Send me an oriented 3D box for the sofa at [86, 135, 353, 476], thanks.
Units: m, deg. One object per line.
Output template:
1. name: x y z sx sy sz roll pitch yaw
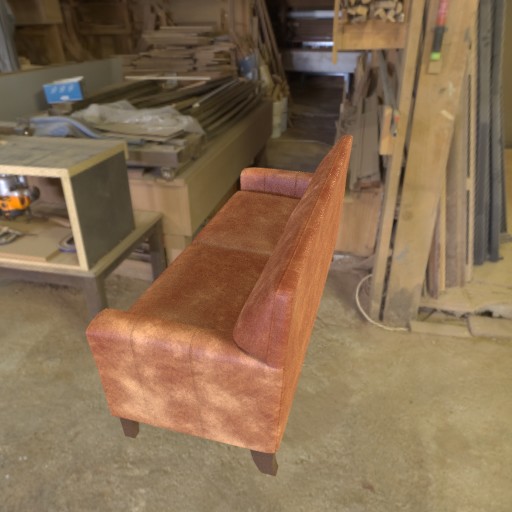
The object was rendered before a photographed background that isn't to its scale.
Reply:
1. sofa: 0.000 0.000 2.482 0.805 0.947 2.053 8 30 14
